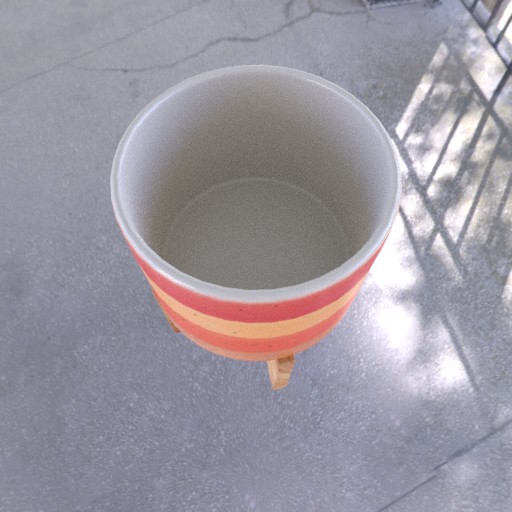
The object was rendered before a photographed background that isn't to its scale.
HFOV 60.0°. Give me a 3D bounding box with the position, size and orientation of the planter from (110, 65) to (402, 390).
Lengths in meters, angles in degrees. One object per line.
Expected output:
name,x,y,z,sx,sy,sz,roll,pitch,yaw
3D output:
planter,0.000,0.000,0.409,0.199,0.268,0.199,0,63,0
